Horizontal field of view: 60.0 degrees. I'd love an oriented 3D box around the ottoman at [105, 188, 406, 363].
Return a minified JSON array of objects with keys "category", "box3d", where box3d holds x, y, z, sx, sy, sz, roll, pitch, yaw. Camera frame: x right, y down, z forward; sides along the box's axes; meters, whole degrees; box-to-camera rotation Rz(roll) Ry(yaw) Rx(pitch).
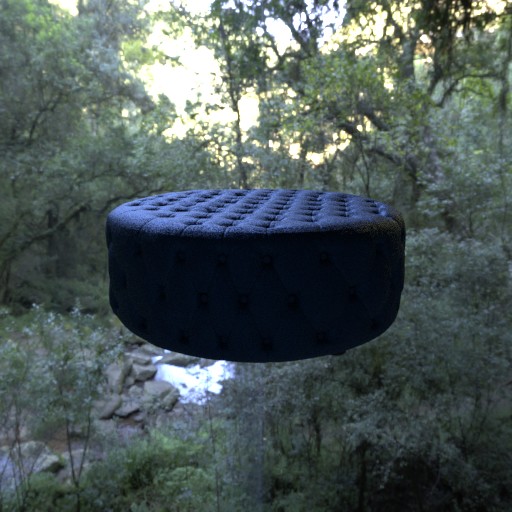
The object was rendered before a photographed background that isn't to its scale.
[{"category":"ottoman","box3d":[0.000,0.000,1.566,0.998,0.398,0.998,0,15,0]}]
